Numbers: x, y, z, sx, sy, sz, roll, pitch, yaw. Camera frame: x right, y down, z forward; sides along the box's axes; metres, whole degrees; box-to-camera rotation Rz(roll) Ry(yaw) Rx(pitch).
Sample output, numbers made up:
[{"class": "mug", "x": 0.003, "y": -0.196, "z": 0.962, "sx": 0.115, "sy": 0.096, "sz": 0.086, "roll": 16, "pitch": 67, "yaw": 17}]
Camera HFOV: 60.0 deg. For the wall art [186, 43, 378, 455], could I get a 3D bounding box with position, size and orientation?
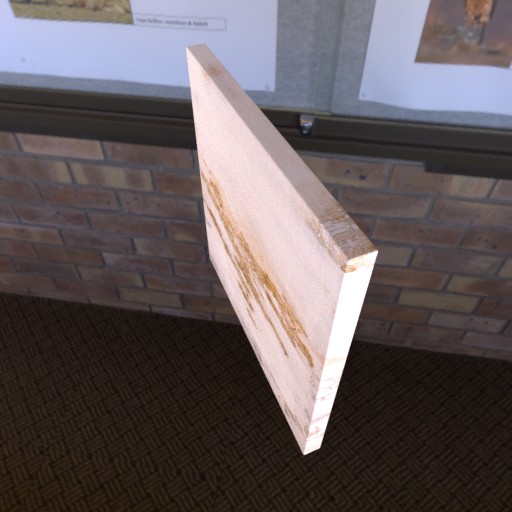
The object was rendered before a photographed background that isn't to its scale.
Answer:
[{"class": "wall art", "x": 0.000, "y": 0.000, "z": 0.904, "sx": 0.040, "sy": 0.613, "sz": 0.611, "roll": -17, "pitch": 50, "yaw": -15}]
